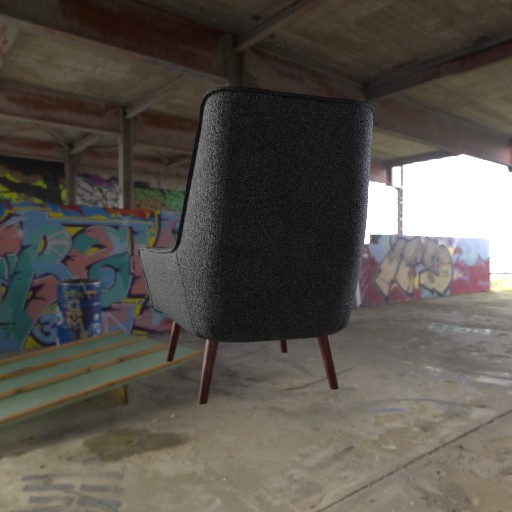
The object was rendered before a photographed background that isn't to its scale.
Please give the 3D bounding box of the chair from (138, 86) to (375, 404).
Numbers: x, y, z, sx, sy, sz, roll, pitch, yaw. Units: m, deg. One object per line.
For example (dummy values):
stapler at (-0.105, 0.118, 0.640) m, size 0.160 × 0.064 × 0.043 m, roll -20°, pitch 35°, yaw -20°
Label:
chair at (0.000, 0.000, 1.559) m, size 0.763 × 0.883 × 0.859 m, roll 0°, pitch 1°, yaw -18°
